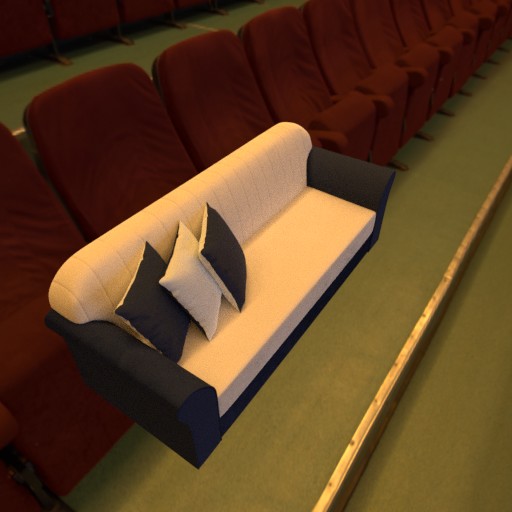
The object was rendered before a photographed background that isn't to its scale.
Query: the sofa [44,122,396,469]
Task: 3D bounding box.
[{"bbox_3d":[0.000,0.000,2.403,0.749,0.789,2.006,24,46,26],"label":"sofa"}]
